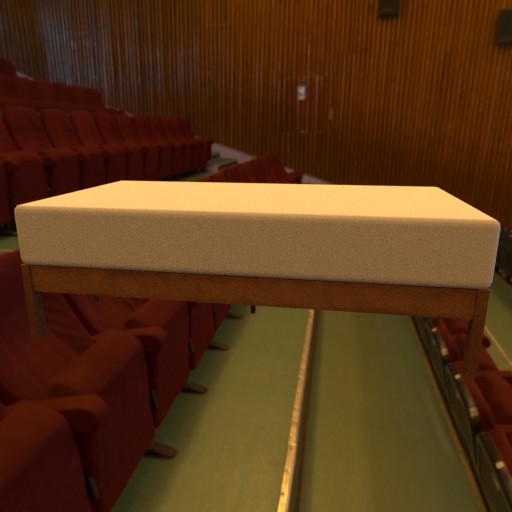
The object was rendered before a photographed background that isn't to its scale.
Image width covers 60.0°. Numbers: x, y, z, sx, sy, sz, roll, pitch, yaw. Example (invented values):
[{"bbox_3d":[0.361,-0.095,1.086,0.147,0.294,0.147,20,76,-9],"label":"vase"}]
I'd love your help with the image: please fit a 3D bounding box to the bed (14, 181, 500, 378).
[{"bbox_3d":[0.000,0.000,2.227,1.902,0.616,0.961,3,16,9],"label":"bed"}]
